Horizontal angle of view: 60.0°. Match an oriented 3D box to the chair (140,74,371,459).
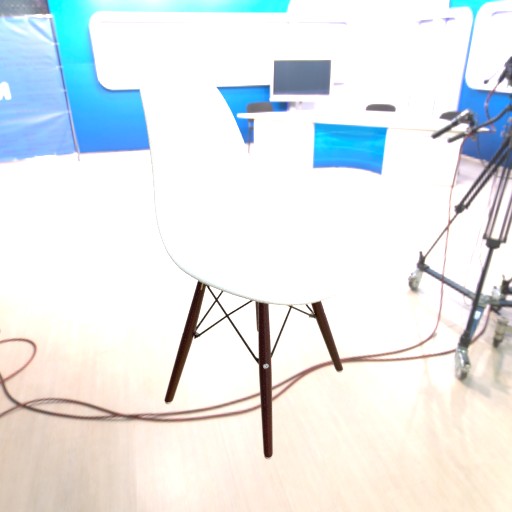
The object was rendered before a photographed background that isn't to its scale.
[{"bbox_3d":[0.000,0.000,1.117,0.533,0.826,0.470,18,31,32],"label":"chair"}]
